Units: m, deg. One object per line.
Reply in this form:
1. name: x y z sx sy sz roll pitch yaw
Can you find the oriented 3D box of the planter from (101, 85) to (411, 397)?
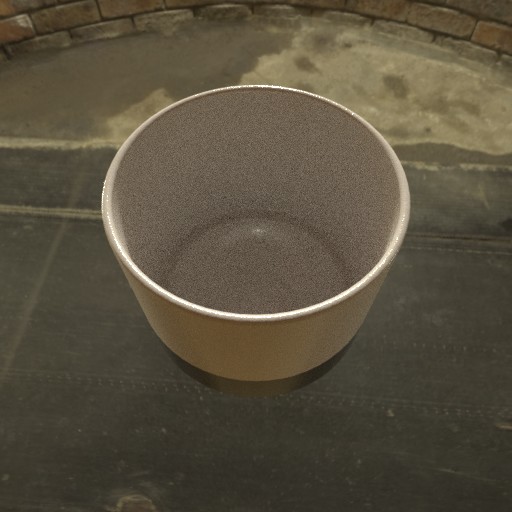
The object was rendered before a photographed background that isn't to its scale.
1. planter: 0.000 0.000 0.355 0.193 0.177 0.193 0 58 0
